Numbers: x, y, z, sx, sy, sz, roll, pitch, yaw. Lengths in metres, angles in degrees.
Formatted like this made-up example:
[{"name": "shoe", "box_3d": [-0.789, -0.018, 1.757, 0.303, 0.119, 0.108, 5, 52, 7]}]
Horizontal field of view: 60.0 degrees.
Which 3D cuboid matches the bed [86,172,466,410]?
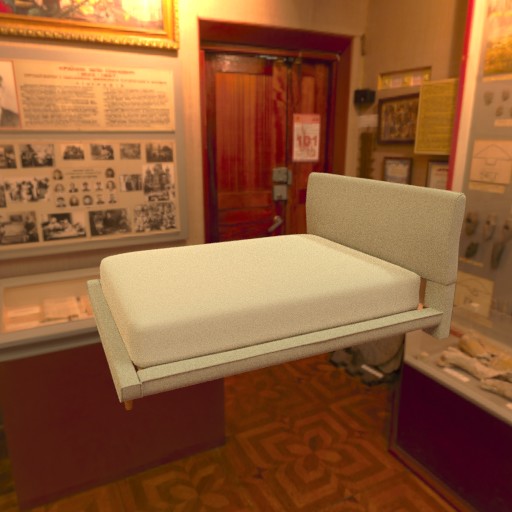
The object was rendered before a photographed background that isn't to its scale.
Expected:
[{"name": "bed", "box_3d": [0.000, 0.000, 3.410, 2.368, 1.067, 1.840, -7, 17, -24]}]
